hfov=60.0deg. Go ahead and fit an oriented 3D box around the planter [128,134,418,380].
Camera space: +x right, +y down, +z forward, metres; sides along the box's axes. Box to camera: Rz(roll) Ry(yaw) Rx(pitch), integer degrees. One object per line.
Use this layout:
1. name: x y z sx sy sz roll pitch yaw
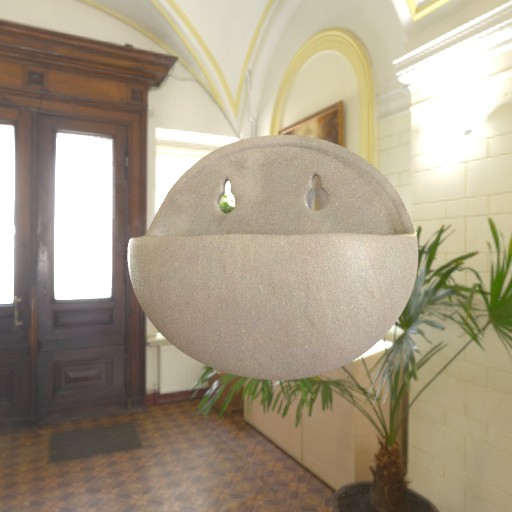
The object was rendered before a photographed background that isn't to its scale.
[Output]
1. planter: 0.000 0.000 0.273 0.190 0.164 0.073 0 0 18
